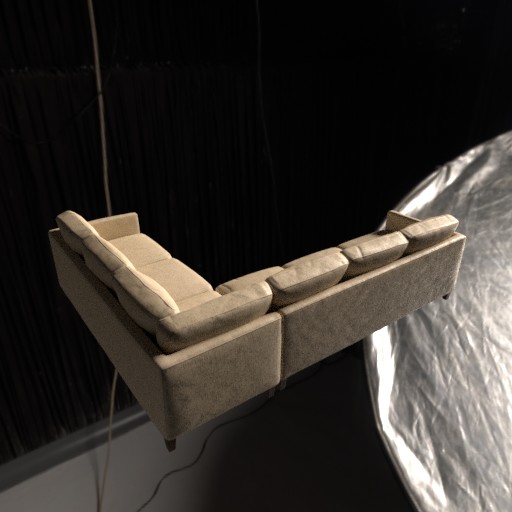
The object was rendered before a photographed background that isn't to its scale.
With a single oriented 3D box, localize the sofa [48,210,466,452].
[{"bbox_3d":[0.000,0.000,4.454,3.302,0.947,2.593,-18,32,-32],"label":"sofa"}]
